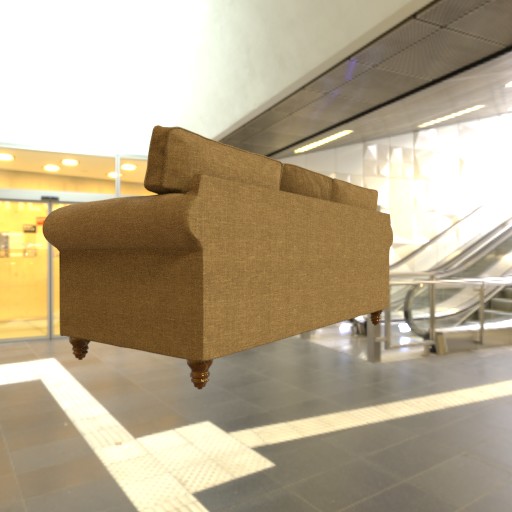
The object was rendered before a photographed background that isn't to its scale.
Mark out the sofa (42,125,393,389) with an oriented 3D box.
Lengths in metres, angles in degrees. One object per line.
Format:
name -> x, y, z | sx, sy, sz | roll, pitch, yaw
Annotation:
sofa -> 0.000, 0.000, 2.555 | 0.916, 0.961, 2.084 | 0, 0, 36
